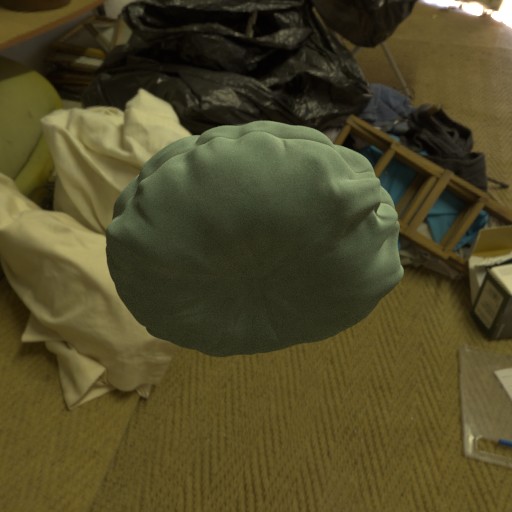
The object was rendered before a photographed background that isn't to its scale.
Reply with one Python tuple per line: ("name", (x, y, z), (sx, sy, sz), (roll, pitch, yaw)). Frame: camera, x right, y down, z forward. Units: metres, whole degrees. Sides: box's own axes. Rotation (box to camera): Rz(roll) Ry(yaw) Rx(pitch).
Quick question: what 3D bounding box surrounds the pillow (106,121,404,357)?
("pillow", (0.000, 0.000, 0.651), (0.428, 0.407, 0.148), (-3, 46, -3))
